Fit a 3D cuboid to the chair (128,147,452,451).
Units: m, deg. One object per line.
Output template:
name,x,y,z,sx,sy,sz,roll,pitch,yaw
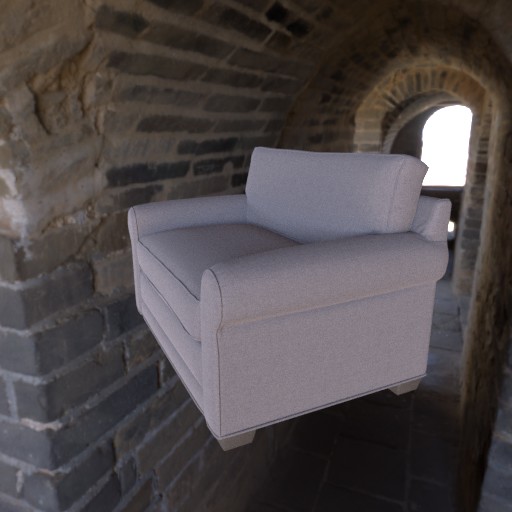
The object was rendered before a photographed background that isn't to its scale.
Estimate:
chair,0.000,0.000,2.009,0.930,0.930,1.390,-7,17,-25
